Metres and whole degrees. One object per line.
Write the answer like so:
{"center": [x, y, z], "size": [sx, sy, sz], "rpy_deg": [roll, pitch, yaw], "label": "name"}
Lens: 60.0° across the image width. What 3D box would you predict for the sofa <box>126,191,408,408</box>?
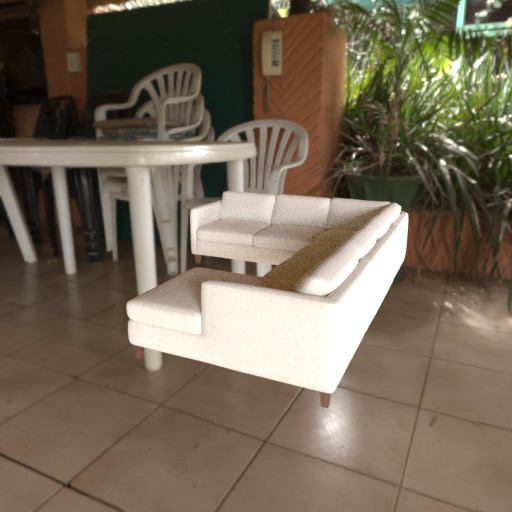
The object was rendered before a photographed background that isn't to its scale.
{"center": [0.000, 0.000, 4.465], "size": [2.551, 0.853, 3.238], "rpy_deg": [7, 17, 24], "label": "sofa"}
